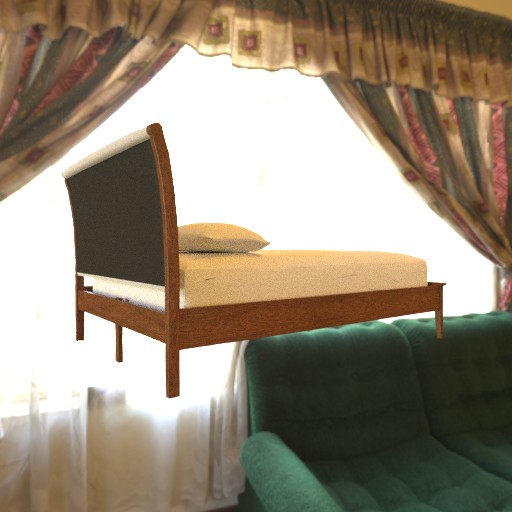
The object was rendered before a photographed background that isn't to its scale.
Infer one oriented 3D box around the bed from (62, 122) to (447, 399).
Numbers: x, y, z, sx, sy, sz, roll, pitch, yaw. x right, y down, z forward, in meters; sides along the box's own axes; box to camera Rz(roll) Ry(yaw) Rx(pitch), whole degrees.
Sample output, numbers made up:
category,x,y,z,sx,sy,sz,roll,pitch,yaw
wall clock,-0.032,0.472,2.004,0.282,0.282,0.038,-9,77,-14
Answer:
category,x,y,z,sx,sy,sz,roll,pitch,yaw
bed,0.000,0.000,3.264,2.380,1.250,1.612,-1,1,-37
